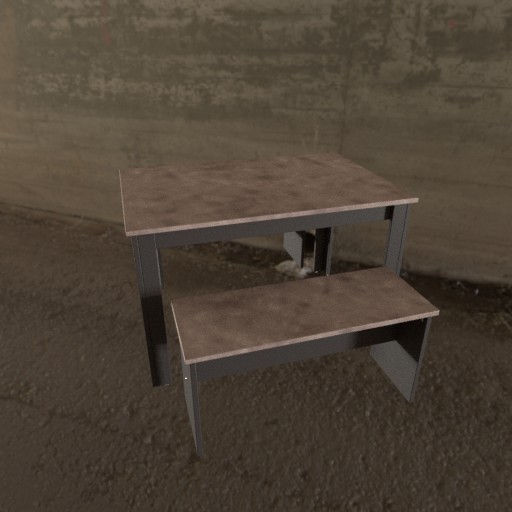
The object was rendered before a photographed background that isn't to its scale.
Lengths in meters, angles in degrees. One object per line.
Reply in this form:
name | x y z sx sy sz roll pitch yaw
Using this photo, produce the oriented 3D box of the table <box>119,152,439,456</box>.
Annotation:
table | 0.000 0.000 2.041 1.100 0.700 1.443 -8 28 -15
